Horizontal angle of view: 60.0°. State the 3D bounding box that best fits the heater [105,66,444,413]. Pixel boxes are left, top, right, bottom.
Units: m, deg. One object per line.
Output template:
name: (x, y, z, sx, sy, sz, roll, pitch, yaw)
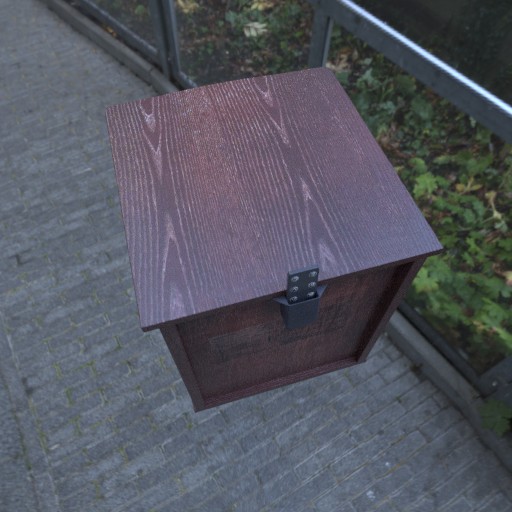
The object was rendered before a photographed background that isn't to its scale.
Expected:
heater: (0.000, 0.000, 0.766, 0.362, 0.481, 0.400, -14, 58, -9)
